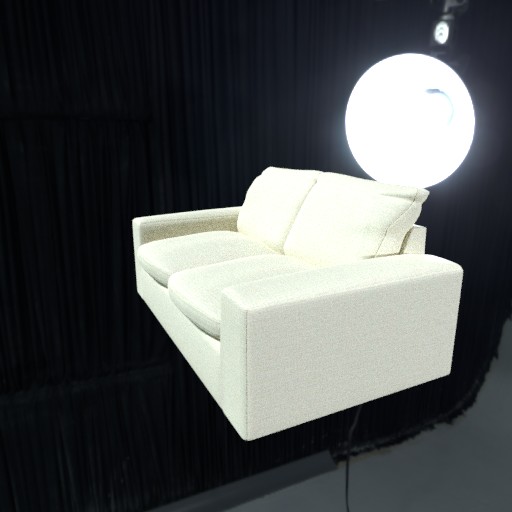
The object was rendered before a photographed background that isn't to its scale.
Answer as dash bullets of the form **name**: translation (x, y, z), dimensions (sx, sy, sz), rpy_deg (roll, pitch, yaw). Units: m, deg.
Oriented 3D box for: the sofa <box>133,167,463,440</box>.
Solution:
- **sofa**: translation (0.000, 0.000, 2.412), dimensions (1.091, 0.875, 1.754), rpy_deg (-8, 17, -26)
